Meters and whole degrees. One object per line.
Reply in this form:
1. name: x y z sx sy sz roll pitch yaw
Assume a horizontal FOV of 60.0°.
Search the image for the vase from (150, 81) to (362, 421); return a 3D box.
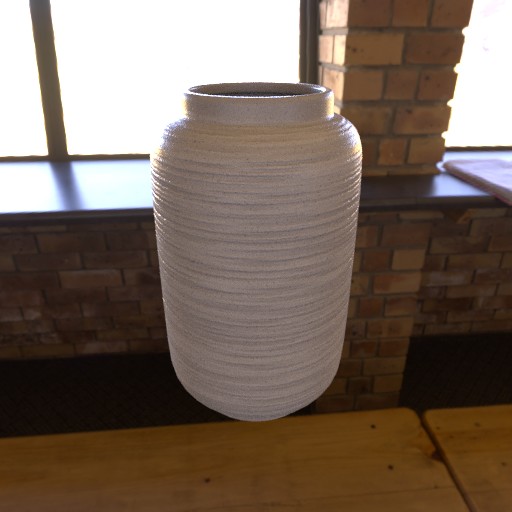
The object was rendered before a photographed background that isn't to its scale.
1. vase: 0.000 0.000 0.472 0.202 0.335 0.202 0 26 0
